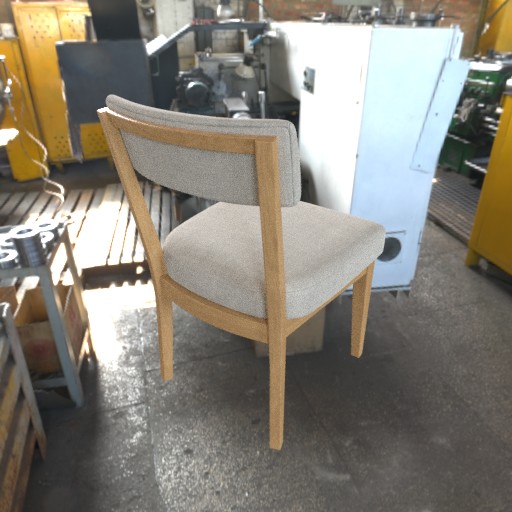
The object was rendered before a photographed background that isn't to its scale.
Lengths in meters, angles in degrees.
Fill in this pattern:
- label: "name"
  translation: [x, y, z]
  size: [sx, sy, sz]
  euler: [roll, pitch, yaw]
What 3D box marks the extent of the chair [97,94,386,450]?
- label: "chair"
  translation: [0.000, 0.000, 1.186]
  size: [0.508, 0.832, 0.572]
  euler: [20, 34, 32]
